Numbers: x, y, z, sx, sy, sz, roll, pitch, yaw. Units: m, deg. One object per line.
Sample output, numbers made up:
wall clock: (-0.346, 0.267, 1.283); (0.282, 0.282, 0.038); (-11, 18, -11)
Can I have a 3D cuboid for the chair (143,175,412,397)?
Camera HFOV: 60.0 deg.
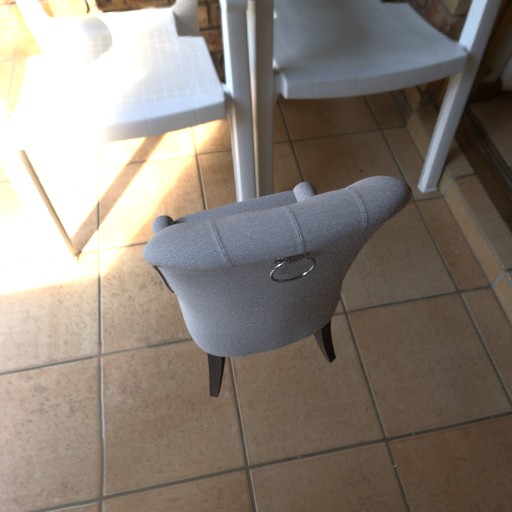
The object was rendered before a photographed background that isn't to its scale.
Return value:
chair: (0.000, 0.000, 1.463); (0.634, 1.091, 0.629); (-15, 60, -9)
